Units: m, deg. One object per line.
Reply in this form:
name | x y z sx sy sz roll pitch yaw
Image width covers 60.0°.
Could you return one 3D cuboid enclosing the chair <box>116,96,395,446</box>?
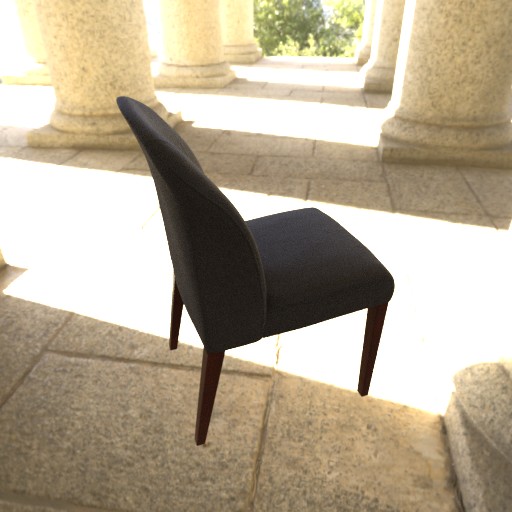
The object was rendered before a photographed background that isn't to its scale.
chair | 0.000 0.000 1.242 0.619 0.879 0.506 -10 32 -17
